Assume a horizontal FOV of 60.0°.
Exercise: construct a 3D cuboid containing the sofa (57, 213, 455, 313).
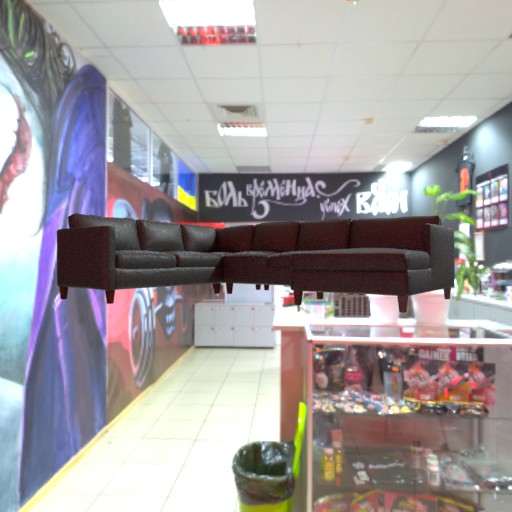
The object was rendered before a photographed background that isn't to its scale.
[{"bbox_3d":[0.000,0.000,4.731,3.460,0.923,2.593,0,-1,36],"label":"sofa"}]
